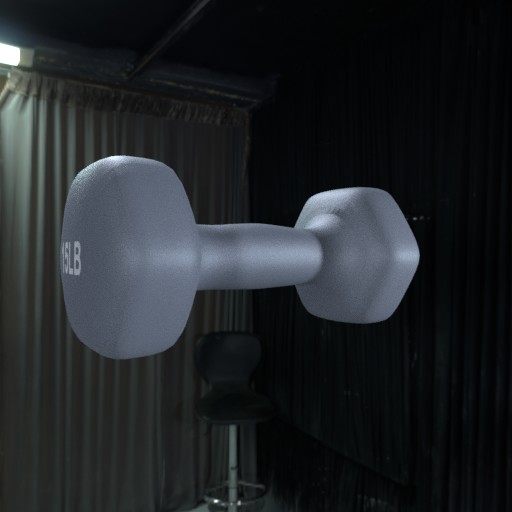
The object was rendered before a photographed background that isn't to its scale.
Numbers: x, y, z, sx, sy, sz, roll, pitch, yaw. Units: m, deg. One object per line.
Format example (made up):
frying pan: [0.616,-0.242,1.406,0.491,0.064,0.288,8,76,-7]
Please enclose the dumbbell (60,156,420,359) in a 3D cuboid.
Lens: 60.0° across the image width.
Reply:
dumbbell: [0.000,0.000,0.301,0.240,0.105,0.116,0,1,-36]
